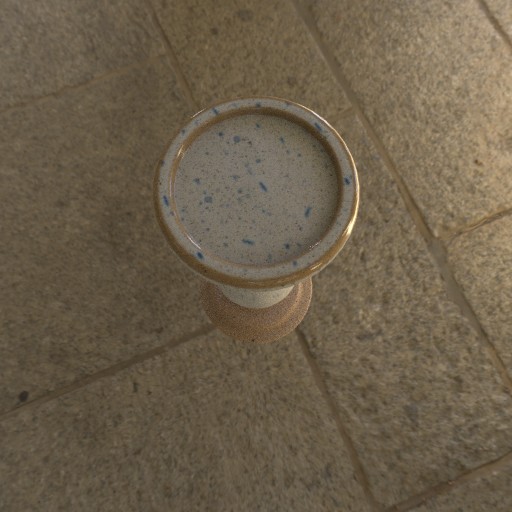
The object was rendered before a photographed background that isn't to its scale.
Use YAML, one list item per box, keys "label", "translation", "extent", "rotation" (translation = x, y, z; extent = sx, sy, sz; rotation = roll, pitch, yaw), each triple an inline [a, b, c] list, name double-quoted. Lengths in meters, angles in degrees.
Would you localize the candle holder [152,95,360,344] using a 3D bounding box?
- label: "candle holder"
  translation: [0.000, 0.000, 0.256]
  extent: [0.088, 0.203, 0.088]
  rotation: [0, 75, 0]
